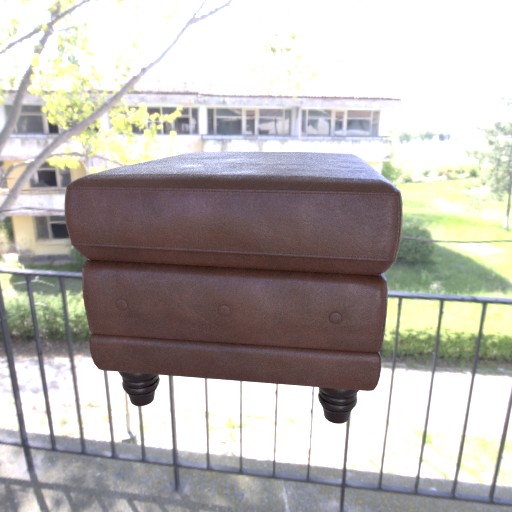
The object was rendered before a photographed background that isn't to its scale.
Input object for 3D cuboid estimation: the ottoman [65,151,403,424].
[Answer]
[{"bbox_3d":[0.000,0.000,1.165,0.588,0.509,0.795,2,17,8],"label":"ottoman"}]
